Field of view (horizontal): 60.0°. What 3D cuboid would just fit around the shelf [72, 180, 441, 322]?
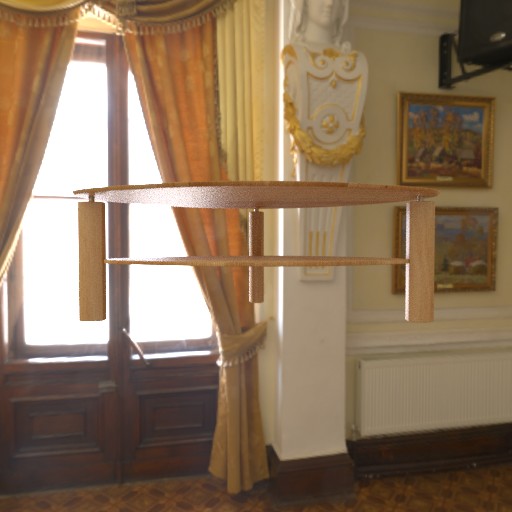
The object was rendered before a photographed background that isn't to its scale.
[{"bbox_3d":[0.000,0.000,1.645,1.246,0.440,0.845,0,2,0],"label":"shelf"}]
